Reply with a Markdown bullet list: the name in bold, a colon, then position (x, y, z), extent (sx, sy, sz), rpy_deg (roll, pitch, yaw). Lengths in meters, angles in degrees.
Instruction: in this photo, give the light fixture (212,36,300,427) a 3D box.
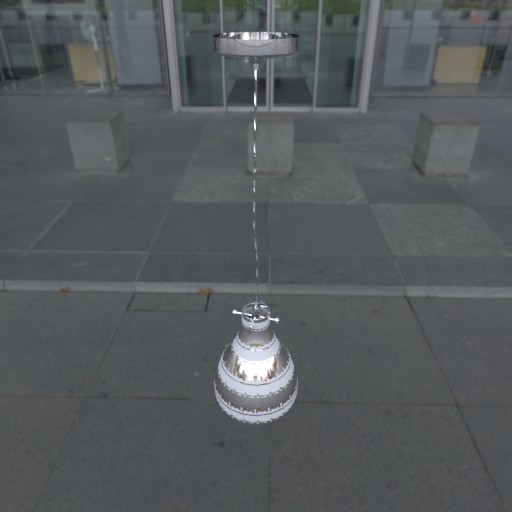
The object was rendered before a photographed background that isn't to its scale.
- **light fixture**: position (0.000, 0.000, 1.631), extent (0.374, 1.457, 0.374), rpy_deg (9, 32, 14)
